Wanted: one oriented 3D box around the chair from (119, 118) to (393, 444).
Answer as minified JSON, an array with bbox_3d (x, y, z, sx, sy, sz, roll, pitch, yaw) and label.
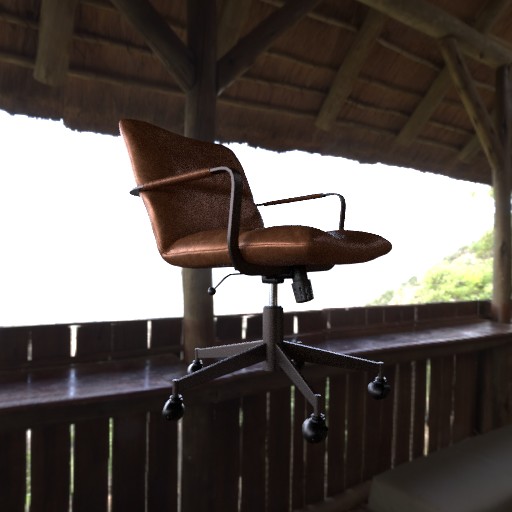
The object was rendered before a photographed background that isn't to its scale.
[{"bbox_3d":[0.000,0.000,1.469,0.754,0.922,0.727,0,0,37],"label":"chair"}]
